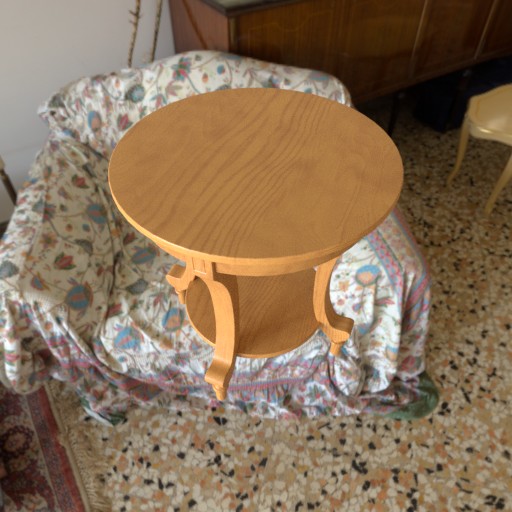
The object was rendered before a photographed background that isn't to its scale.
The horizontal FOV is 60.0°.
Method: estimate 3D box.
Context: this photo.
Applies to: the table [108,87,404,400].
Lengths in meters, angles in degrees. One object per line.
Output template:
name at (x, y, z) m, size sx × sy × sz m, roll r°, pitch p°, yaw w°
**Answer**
table at (0.000, 0.000, 1.137) m, size 0.597 × 0.612 × 0.597 m, roll 0°, pitch 46°, yaw 0°
